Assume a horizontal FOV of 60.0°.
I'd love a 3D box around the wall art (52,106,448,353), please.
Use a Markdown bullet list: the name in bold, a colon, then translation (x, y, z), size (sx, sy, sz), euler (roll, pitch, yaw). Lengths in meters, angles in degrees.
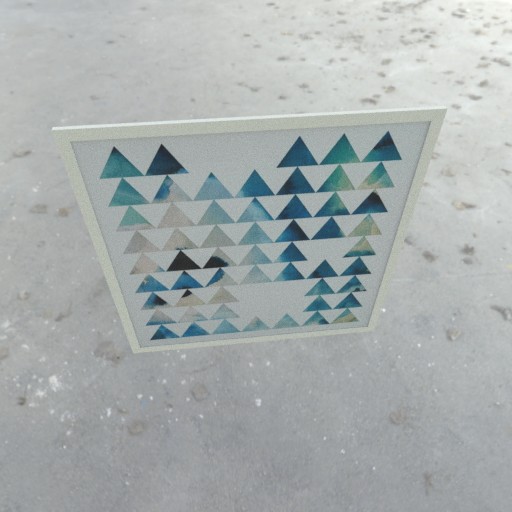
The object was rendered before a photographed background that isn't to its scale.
- **wall art**: translation (0.000, 0.000, 1.195), size (0.809, 0.809, 0.012), euler (-4, 46, -4)
